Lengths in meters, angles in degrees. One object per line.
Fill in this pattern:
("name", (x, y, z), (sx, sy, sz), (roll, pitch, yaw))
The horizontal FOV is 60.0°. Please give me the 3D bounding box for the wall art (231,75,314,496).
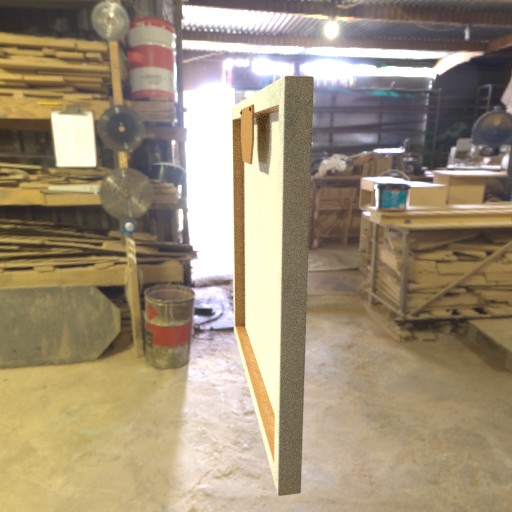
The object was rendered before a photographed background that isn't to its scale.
("wall art", (0.000, 0.000, 0.894), (0.044, 0.605, 0.605), (-2, 15, -9))
